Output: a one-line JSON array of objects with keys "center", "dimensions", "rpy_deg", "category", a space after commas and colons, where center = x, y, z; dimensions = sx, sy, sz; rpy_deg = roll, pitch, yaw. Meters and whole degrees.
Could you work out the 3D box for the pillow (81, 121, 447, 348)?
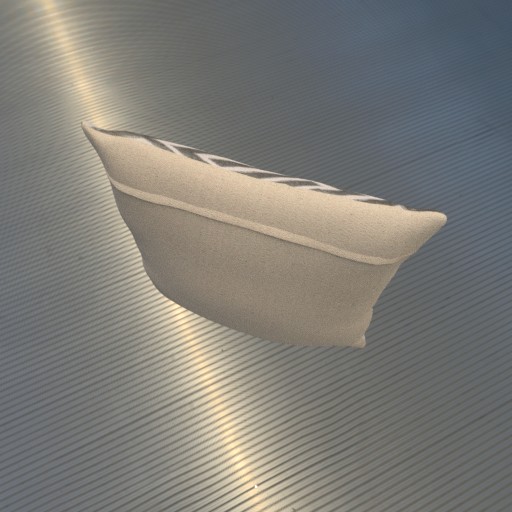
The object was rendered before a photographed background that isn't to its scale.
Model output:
[{"center": [0.000, 0.000, 0.681], "dimensions": [0.440, 0.441, 0.182], "rpy_deg": [17, 64, 9], "category": "pillow"}]
